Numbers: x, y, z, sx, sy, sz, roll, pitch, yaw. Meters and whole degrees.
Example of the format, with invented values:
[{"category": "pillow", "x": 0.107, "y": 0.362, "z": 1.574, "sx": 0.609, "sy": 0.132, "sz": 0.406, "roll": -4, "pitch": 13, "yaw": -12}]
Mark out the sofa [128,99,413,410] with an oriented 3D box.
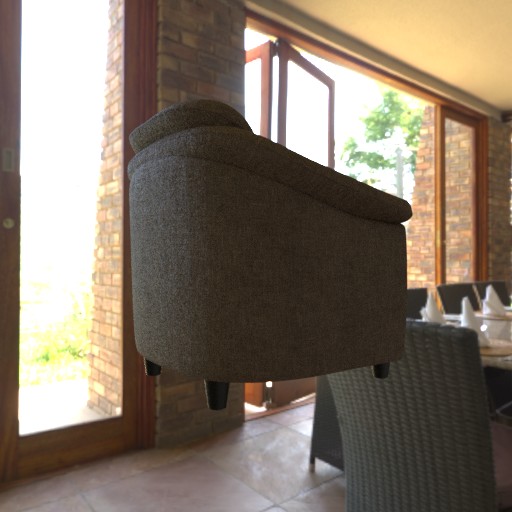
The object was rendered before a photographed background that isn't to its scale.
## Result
[{"category": "sofa", "x": 0.000, "y": 0.000, "z": 1.510, "sx": 0.794, "sy": 0.811, "sz": 0.870, "roll": 1, "pitch": -1, "yaw": -35}]
